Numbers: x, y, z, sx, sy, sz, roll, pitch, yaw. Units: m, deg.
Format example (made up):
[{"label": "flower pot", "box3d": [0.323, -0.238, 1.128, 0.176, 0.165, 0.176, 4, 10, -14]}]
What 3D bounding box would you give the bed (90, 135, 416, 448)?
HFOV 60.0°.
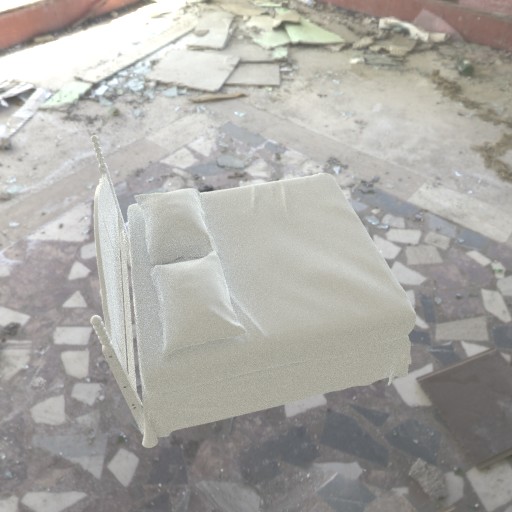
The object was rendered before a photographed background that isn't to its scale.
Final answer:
[{"label": "bed", "box3d": [0.000, 0.000, 3.273, 2.040, 1.356, 1.873, -11, 48, -10]}]
